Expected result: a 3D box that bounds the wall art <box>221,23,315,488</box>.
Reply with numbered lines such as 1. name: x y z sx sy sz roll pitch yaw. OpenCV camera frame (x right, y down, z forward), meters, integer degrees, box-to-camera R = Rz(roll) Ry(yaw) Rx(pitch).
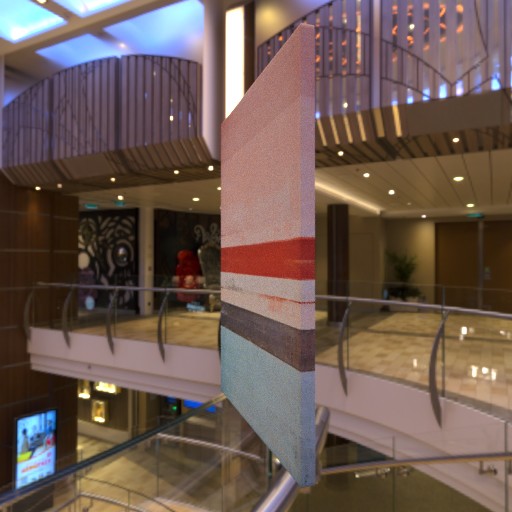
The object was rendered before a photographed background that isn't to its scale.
1. wall art: 0.000 0.000 1.337 0.039 1.016 0.761 0 -1 -18
